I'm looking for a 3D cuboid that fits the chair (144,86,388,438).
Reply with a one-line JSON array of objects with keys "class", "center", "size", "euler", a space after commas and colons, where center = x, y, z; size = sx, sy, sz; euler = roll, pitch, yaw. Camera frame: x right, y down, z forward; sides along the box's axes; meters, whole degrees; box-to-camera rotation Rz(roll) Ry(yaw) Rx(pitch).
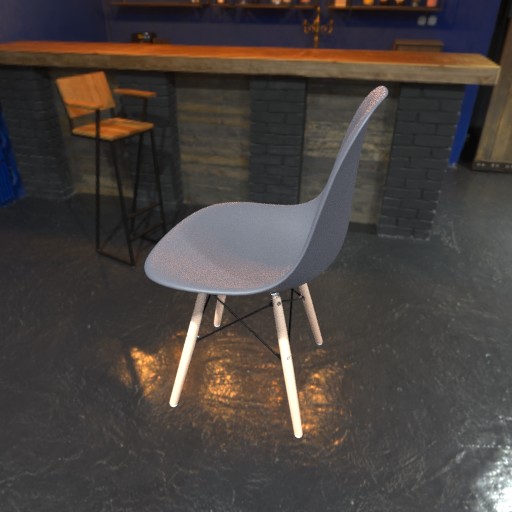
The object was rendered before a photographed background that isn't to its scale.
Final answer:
[{"class": "chair", "center": [0.000, 0.000, 1.134], "size": [0.533, 0.826, 0.470], "euler": [8, 32, 13]}]
